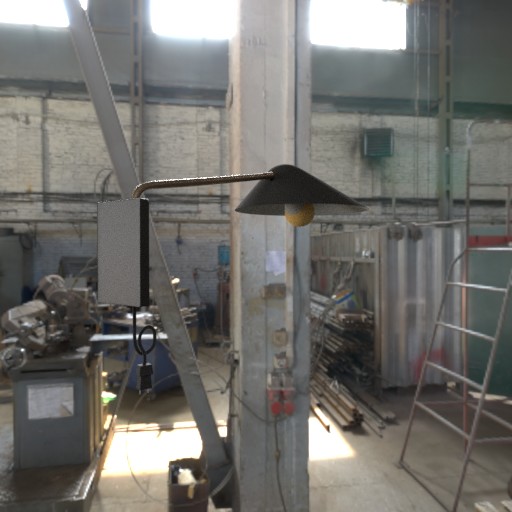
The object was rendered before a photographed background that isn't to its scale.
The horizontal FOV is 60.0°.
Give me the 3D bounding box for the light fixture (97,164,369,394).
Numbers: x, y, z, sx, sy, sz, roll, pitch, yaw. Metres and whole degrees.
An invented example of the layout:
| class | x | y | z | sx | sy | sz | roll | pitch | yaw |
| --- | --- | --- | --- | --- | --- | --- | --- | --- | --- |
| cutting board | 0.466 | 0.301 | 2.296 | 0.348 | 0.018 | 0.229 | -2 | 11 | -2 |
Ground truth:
| class | x | y | z | sx | sy | sz | roll | pitch | yaw |
| --- | --- | --- | --- | --- | --- | --- | --- | --- | --- |
| light fixture | 0.000 | 0.000 | 0.693 | 0.240 | 0.312 | 0.516 | 0 | 1 | 36 |
